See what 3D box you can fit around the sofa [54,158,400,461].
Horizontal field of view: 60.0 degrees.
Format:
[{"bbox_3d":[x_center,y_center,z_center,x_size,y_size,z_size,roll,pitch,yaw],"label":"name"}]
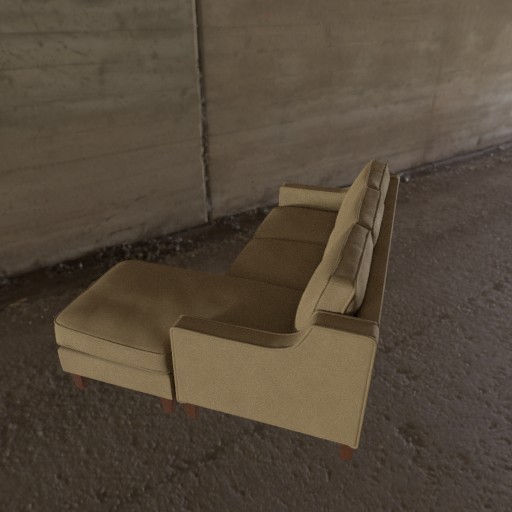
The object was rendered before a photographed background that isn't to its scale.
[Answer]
[{"bbox_3d":[0.000,0.000,3.276,1.858,1.066,2.317,9,31,16],"label":"sofa"}]
